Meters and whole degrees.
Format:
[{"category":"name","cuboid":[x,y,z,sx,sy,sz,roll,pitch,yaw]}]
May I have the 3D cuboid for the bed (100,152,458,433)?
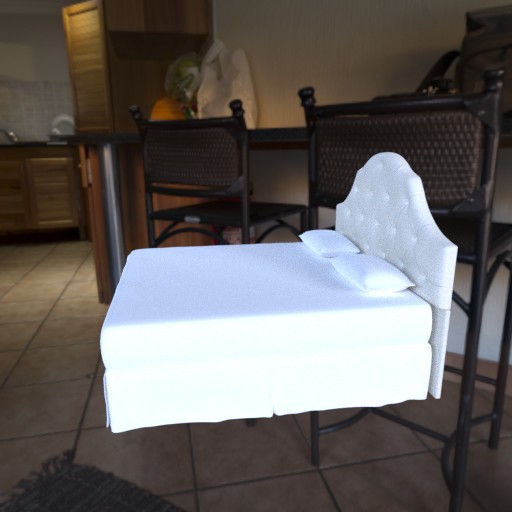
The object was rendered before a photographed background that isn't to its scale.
[{"category":"bed","cuboid":[0.000,0.000,3.568,2.214,1.615,2.008,-3,15,-10]}]
